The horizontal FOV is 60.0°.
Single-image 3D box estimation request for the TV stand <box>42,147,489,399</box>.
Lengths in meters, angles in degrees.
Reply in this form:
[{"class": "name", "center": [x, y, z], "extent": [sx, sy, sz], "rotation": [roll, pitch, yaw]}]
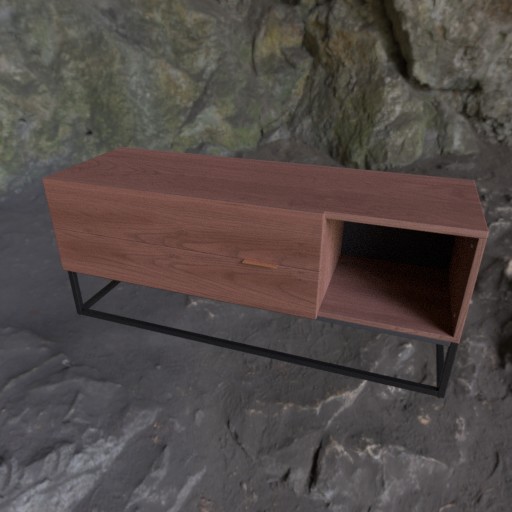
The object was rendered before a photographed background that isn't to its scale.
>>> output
[{"class": "TV stand", "center": [0.000, 0.000, 1.406], "extent": [1.200, 0.500, 0.415], "rotation": [9, 29, 17]}]
